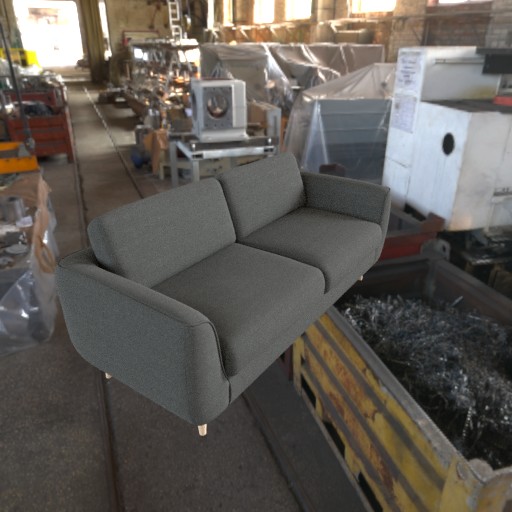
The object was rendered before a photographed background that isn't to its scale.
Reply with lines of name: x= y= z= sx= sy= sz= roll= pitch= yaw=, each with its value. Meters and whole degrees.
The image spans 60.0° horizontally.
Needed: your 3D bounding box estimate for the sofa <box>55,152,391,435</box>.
sofa: x=0.000 y=0.000 z=2.506 sx=0.920 sy=0.850 sz=2.000 roll=17 pitch=30 yaw=31
